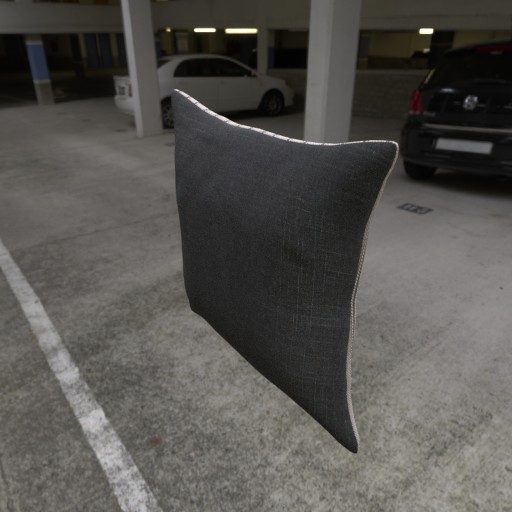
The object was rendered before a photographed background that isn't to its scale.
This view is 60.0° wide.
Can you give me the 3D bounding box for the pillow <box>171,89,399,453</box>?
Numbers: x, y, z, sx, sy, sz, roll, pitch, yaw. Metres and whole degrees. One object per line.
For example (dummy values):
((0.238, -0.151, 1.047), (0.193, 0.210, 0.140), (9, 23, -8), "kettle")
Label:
((0.000, 0.000, 0.686), (0.138, 0.444, 0.468), (-19, 33, -32), "pillow")
